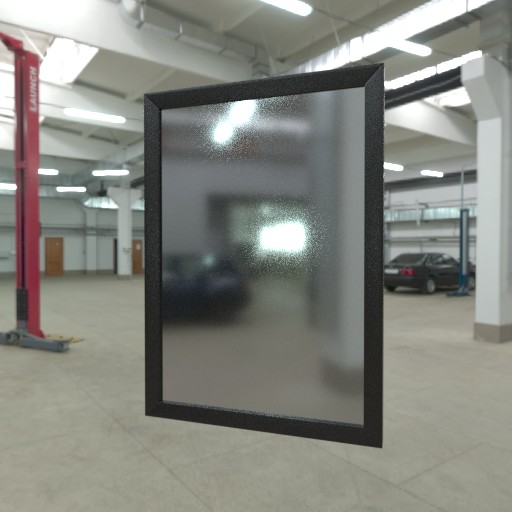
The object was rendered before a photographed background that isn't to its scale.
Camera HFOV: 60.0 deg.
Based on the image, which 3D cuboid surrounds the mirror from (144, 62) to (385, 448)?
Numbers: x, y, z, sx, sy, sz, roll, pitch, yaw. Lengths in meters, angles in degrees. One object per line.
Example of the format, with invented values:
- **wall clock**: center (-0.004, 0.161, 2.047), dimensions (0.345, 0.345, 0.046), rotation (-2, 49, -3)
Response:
- **mirror**: center (0.000, 0.000, 0.915), dimensions (0.507, 0.710, 0.040), rotation (0, 1, 19)
